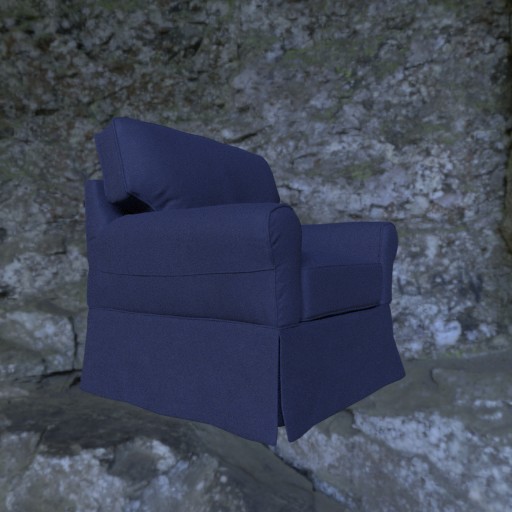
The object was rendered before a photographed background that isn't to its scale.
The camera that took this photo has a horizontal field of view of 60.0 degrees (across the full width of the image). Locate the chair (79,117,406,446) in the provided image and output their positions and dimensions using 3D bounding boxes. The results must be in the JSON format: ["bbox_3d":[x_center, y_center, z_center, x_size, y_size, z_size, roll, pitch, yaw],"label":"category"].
[{"bbox_3d":[0.000,0.000,1.940,1.002,1.140,1.119,0,0,37],"label":"chair"}]
